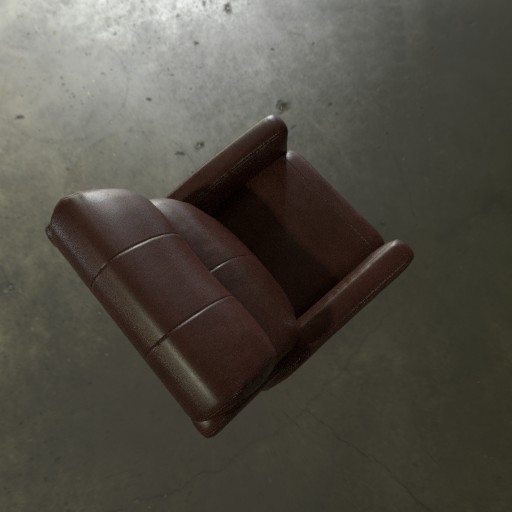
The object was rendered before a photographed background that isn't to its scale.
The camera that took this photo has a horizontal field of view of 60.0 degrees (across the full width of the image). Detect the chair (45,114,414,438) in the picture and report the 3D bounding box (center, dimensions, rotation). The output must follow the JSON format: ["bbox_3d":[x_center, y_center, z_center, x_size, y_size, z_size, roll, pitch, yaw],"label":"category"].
[{"bbox_3d":[0.000,0.000,1.607,0.939,1.016,0.787,-40,78,-10],"label":"chair"}]
